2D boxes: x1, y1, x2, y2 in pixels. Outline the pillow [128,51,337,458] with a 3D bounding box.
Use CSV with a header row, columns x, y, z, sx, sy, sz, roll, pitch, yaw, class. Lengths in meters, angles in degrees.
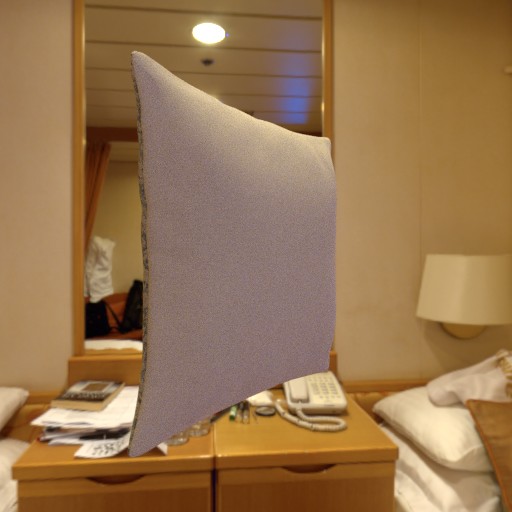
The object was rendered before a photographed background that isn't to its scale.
x,y,z,sx,sy,sz,roll,pitch,yaw,class
0.000,0.000,0.761,0.166,0.510,0.523,0,0,37,pillow
